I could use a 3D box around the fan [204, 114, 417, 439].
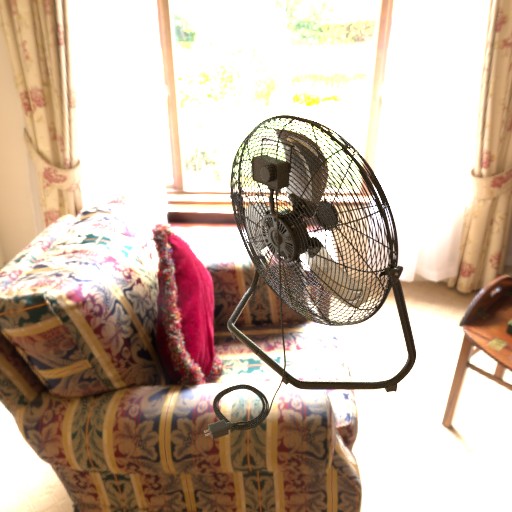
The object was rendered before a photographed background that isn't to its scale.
[{"bbox_3d":[0.000,0.000,0.922,0.424,0.546,0.555,-18,32,-32],"label":"fan"}]
